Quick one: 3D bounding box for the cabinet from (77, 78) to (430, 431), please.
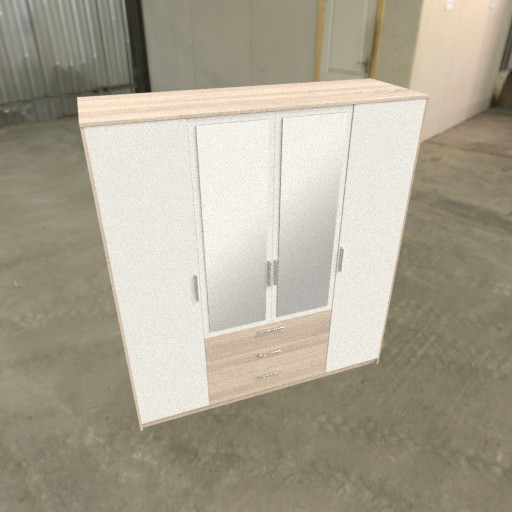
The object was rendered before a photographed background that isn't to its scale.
[{"bbox_3d":[0.000,0.000,2.987,1.870,2.060,0.620,-10,32,-17],"label":"cabinet"}]
